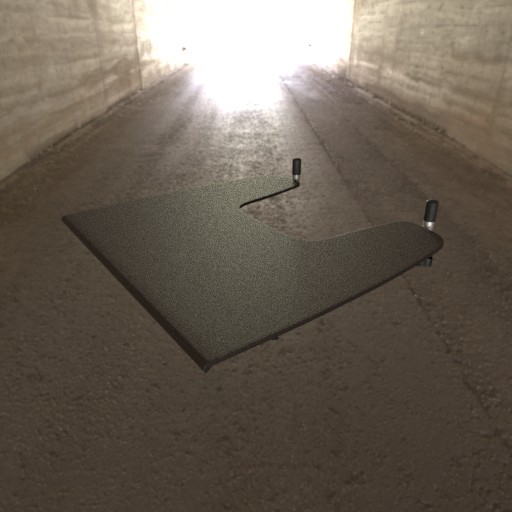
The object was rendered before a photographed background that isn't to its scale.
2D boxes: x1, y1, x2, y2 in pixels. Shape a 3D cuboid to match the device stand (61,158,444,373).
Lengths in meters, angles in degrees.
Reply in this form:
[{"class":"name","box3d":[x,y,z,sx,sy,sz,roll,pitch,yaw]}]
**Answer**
[{"class":"device stand","box3d":[0.000,0.000,0.356,0.230,0.092,0.230,-19,33,-32]}]
